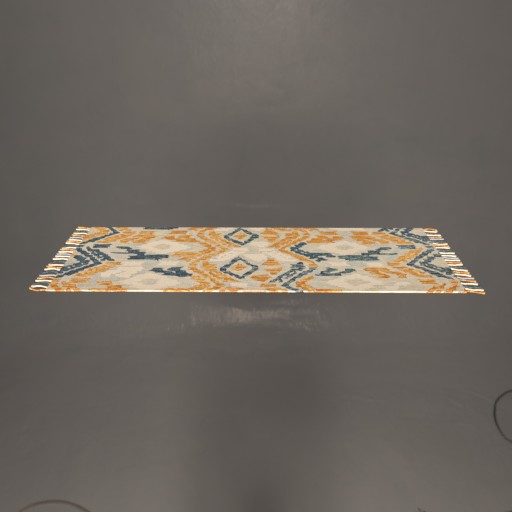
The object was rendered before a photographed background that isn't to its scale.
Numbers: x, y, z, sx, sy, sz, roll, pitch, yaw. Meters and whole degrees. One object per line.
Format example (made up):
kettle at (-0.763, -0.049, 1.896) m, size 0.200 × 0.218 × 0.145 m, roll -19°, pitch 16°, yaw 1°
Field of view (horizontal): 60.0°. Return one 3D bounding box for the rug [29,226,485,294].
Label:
rug at (0.000, 0.000, 2.684) m, size 2.437 × 0.010 × 0.783 m, roll 0°, pitch 30°, yaw 0°
